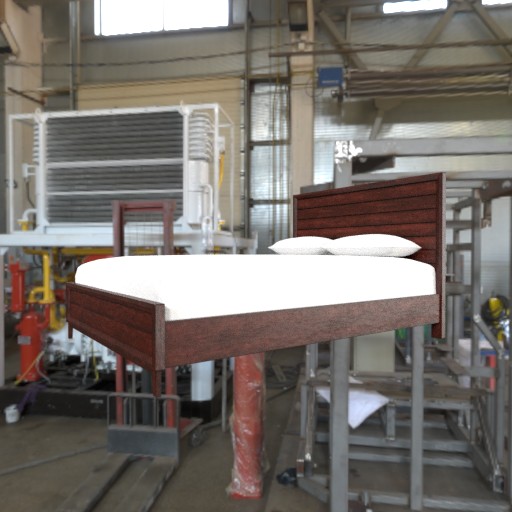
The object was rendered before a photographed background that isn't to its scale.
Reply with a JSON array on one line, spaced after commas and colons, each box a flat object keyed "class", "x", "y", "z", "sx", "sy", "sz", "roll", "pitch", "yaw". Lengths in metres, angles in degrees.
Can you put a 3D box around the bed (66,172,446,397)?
[{"class": "bed", "x": 0.000, "y": 0.000, "z": 4.008, "sx": 2.803, "sy": 1.492, "sz": 2.040, "roll": -1, "pitch": 1, "yaw": -36}]
